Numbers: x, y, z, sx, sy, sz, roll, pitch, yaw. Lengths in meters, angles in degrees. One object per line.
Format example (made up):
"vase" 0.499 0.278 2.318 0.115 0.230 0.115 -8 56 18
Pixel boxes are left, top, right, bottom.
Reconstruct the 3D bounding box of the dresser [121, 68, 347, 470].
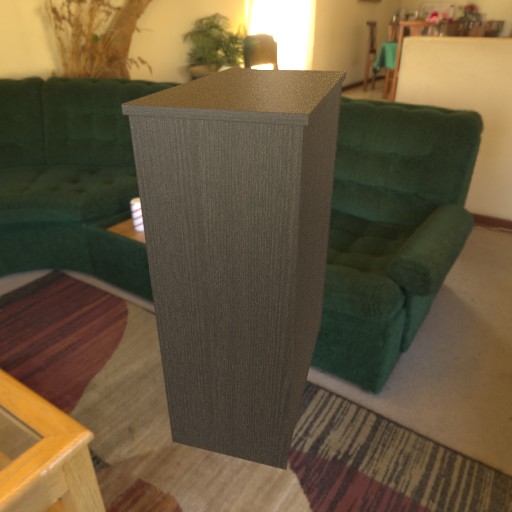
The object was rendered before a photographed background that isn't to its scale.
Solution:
"dresser" 0.000 0.000 1.398 0.399 1.020 0.704 8 30 14
